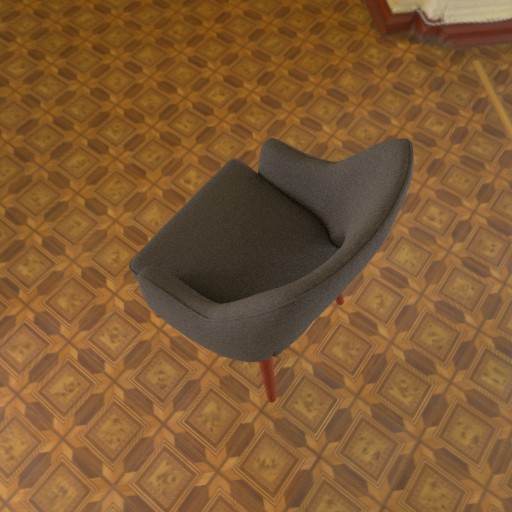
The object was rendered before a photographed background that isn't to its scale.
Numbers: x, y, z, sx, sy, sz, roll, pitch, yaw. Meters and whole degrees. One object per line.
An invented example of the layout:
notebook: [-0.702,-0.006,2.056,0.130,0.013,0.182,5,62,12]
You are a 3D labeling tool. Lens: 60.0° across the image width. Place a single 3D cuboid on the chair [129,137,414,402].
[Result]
chair: [0.000,0.000,1.191,0.560,0.838,0.559,34,67,16]
